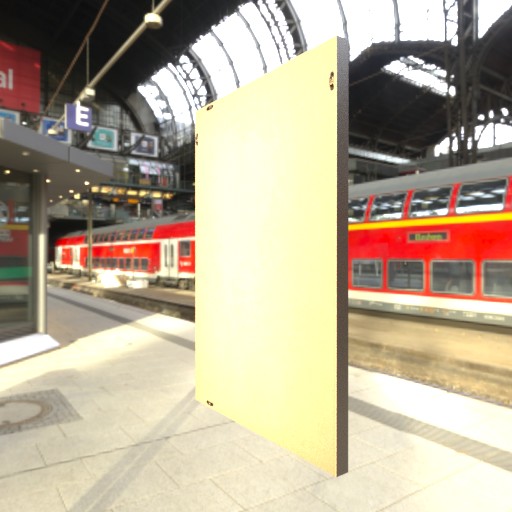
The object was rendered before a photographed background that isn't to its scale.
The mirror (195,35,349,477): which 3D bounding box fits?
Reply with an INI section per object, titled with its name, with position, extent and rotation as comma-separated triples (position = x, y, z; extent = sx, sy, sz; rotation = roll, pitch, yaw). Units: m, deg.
[mirror]
position = 0.000, 0.000, 1.171
extent = 0.041, 0.915, 0.609
rotation = 0, 0, -36
